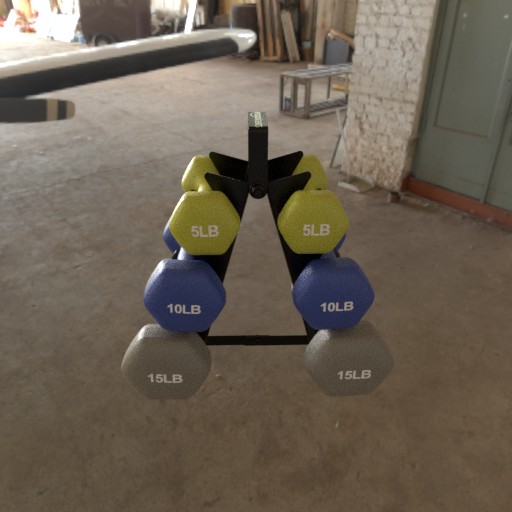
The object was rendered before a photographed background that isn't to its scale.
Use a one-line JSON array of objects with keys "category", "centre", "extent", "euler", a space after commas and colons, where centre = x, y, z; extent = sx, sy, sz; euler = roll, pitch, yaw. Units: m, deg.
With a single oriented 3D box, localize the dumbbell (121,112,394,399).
[{"category": "dumbbell", "centre": [0.000, 0.000, 0.700], "extent": [0.416, 0.426, 0.261], "euler": [-1, 30, -1]}]
